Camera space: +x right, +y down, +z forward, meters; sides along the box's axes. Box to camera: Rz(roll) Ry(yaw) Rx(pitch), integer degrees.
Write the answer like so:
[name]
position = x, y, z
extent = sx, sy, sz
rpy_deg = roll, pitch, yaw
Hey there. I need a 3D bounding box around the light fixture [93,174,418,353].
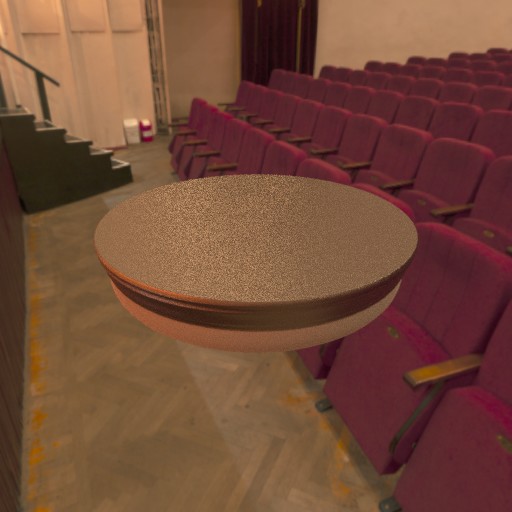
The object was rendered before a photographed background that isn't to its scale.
[light fixture]
position = 0.000, 0.000, 0.549
extent = 0.368, 0.100, 0.368
rpy_deg = 0, 27, 0
